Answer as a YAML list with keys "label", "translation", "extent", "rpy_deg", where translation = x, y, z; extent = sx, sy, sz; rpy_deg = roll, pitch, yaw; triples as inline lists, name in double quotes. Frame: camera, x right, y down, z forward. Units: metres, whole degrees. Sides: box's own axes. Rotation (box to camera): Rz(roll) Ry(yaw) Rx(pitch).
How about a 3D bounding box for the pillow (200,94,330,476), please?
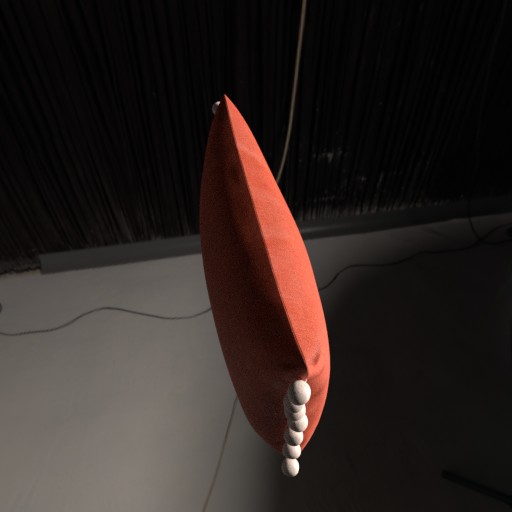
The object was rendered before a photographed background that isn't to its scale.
- label: "pillow"
  translation: [0.000, 0.000, 0.842]
  extent: [0.201, 0.322, 0.709]
  rpy_deg: [-8, 48, -8]
